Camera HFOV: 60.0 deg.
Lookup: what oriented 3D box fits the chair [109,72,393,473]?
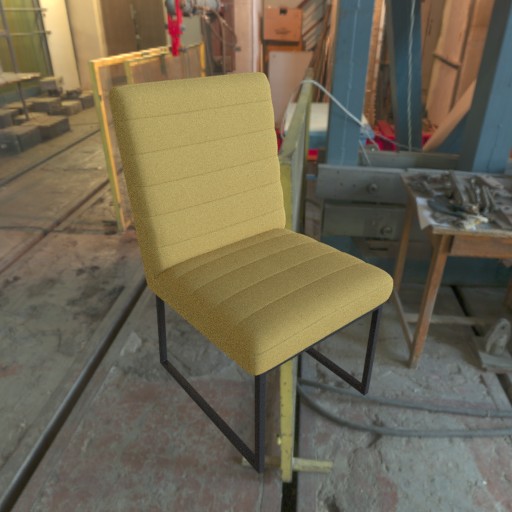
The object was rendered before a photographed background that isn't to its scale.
[{"bbox_3d":[0.000,0.000,1.302,0.520,0.930,0.634,-21,36,-33],"label":"chair"}]
